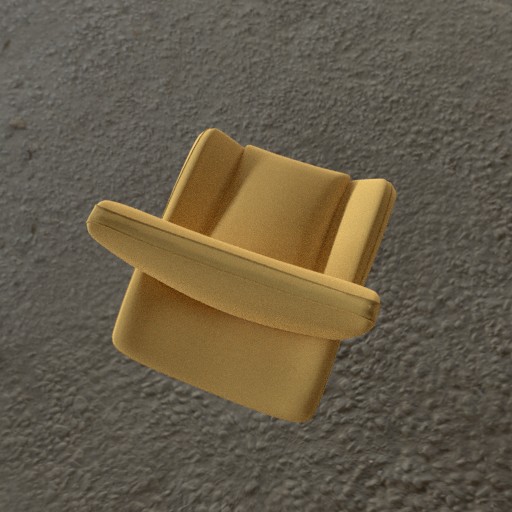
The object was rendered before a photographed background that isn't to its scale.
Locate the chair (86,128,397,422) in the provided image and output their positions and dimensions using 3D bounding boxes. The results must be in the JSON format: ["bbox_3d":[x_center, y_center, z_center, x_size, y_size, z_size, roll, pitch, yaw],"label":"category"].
[{"bbox_3d":[0.000,0.000,1.654,0.859,0.855,1.008,19,66,9],"label":"chair"}]
